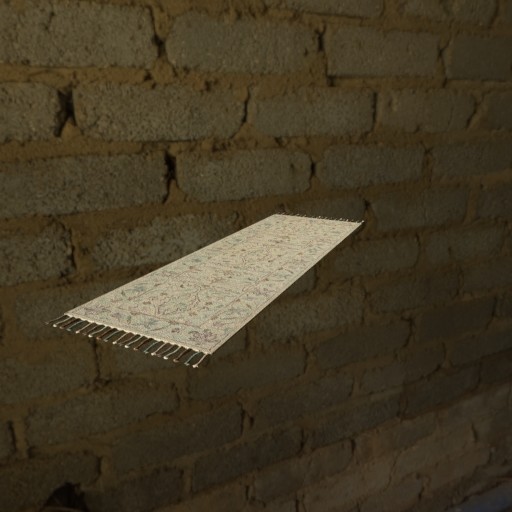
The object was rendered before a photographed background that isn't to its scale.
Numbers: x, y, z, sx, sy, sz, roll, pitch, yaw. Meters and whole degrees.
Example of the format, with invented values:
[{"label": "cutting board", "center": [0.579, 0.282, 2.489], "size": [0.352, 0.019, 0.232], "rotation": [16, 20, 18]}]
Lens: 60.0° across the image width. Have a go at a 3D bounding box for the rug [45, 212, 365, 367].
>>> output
[{"label": "rug", "center": [0.000, 0.000, 2.733], "size": [0.769, 0.013, 2.440], "rotation": [9, 20, 25]}]
